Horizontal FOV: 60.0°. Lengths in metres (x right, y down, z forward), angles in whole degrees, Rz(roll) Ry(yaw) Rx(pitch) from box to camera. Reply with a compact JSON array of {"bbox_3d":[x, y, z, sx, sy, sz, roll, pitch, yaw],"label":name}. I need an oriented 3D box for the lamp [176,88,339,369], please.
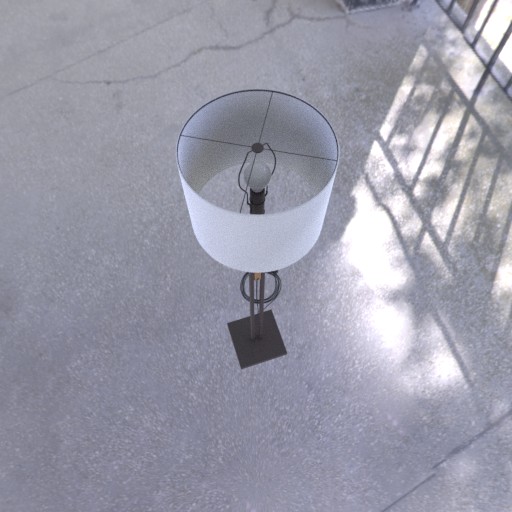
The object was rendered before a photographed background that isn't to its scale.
[{"bbox_3d":[0.000,0.000,1.888,0.474,1.650,0.639,-16,64,-8],"label":"lamp"}]
